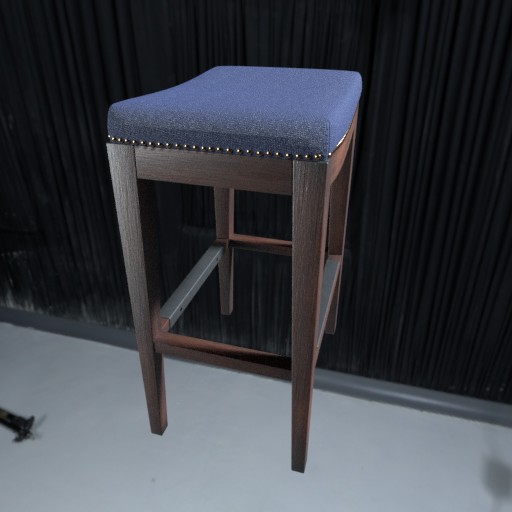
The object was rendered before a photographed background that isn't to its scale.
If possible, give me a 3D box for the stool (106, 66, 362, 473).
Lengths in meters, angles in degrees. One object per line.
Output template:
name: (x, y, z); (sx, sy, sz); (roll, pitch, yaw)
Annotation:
stool: (0.000, 0.000, 1.002); (0.358, 0.740, 0.498); (8, 31, 14)
